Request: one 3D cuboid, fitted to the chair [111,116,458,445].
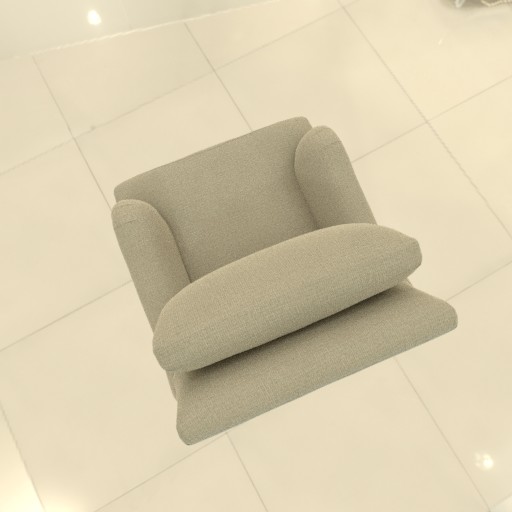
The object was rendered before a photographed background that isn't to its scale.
[{"bbox_3d":[0.000,0.000,1.823,0.955,1.038,1.070,-22,77,-5],"label":"chair"}]
